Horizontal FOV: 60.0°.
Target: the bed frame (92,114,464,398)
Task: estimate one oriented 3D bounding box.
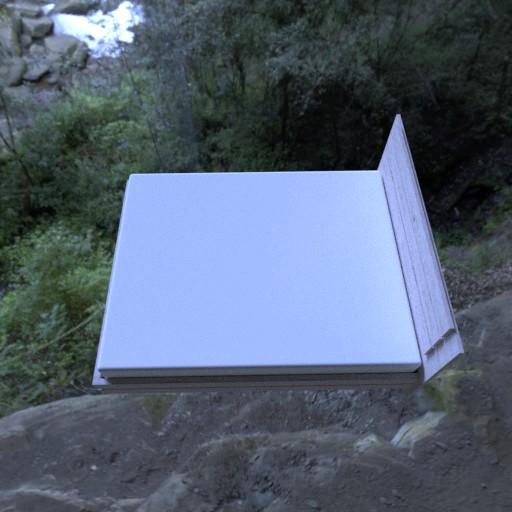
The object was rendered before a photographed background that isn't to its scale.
[{"bbox_3d":[0.000,0.000,3.089,2.080,0.970,1.750,-1,59,-1],"label":"bed frame"}]
